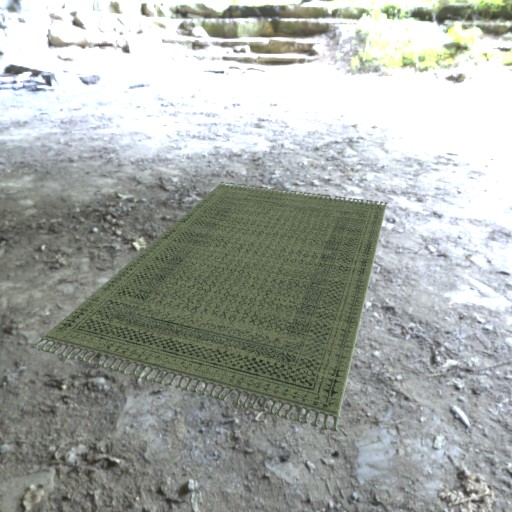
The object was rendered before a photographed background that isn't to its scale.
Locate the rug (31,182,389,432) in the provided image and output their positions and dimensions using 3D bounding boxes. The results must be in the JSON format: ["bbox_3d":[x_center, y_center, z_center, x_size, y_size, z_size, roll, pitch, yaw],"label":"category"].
[{"bbox_3d":[0.000,0.000,2.998,1.548,0.013,2.486,10,31,16],"label":"rug"}]
